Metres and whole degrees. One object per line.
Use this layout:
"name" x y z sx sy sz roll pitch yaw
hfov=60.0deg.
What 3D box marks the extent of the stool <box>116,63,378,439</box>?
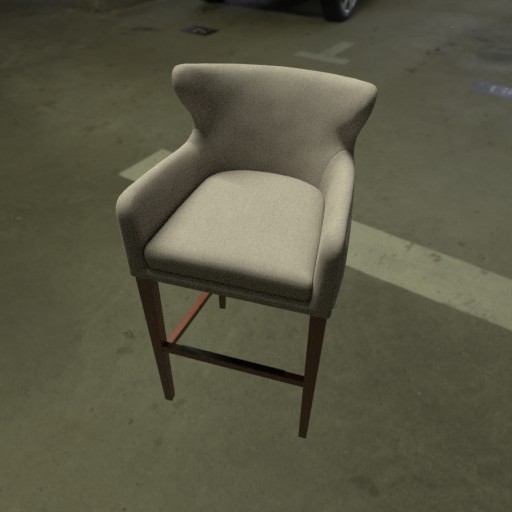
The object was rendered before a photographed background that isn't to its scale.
"stool" 0.000 0.000 1.422 0.575 1.047 0.575 11 42 12
